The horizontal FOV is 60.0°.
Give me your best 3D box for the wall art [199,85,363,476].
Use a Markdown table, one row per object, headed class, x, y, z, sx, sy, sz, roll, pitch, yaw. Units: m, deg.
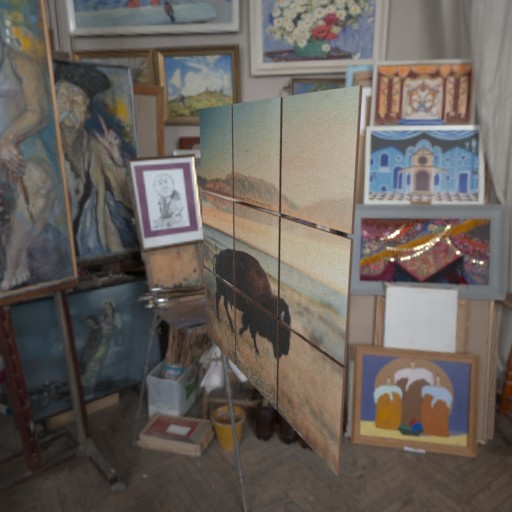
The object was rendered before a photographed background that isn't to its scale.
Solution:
| class | x | y | z | sx | sy | sz | roll | pitch | yaw |
| --- | --- | --- | --- | --- | --- | --- | --- | --- | --- |
| wall art | 0.000 | 0.000 | 2.313 | 0.019 | 1.532 | 1.533 | -8 | 17 | -26 |
